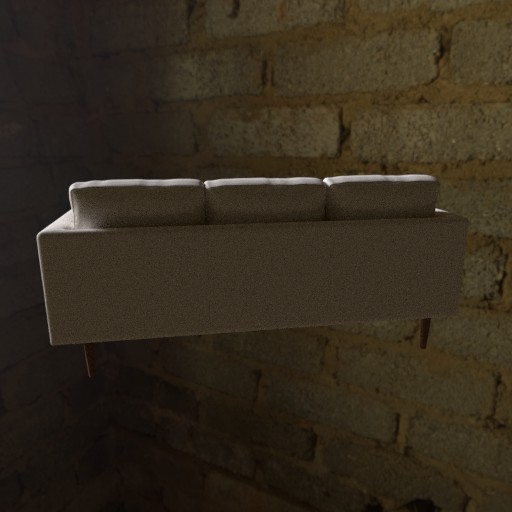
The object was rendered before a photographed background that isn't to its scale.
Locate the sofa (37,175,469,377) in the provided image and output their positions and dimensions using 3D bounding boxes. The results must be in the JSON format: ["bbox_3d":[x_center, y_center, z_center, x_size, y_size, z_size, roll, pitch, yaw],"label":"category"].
[{"bbox_3d":[0.000,0.000,2.468,2.029,0.912,0.802,-3,16,-9],"label":"sofa"}]
